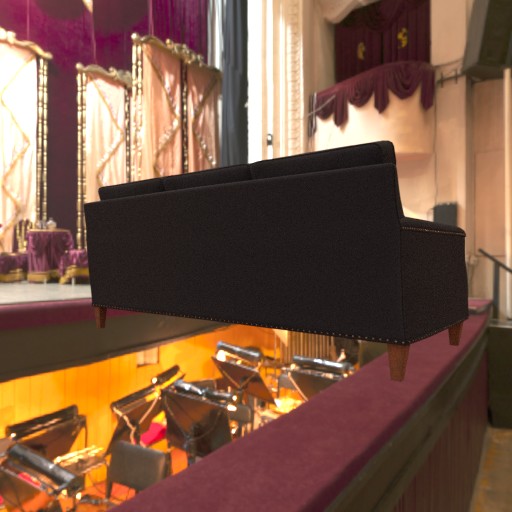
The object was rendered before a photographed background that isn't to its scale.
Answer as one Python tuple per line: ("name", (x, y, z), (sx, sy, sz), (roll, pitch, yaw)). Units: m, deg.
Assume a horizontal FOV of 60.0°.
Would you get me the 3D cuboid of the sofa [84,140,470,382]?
("sofa", (0.000, 0.000, 2.765), (2.246, 1.003, 1.084), (0, 0, 38))
